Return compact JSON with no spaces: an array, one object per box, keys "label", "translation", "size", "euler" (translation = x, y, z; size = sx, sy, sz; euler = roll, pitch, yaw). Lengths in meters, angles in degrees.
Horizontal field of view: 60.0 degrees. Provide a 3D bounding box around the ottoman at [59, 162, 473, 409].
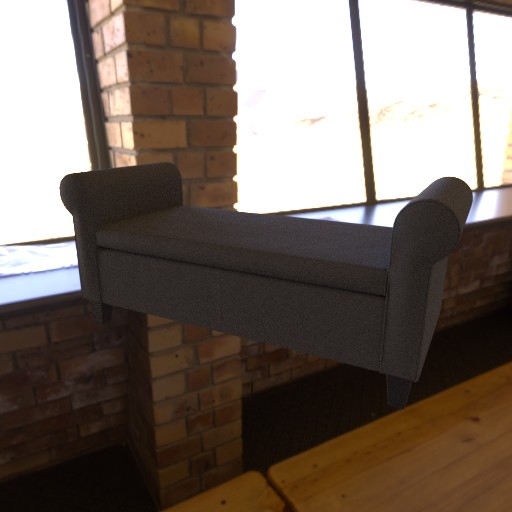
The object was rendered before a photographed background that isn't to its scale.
[{"label":"ottoman","translation":[0.000,0.000,1.500],"size":[1.256,0.547,0.521],"euler":[9,19,27]}]
